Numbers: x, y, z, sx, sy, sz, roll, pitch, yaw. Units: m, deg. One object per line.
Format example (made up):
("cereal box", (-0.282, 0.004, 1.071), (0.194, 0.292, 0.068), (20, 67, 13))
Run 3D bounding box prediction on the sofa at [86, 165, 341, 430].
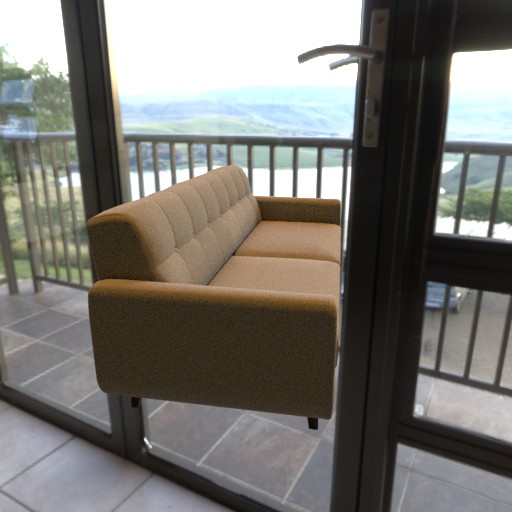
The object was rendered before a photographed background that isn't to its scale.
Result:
("sofa", (0.000, 0.000, 2.604), (0.980, 0.892, 2.137), (3, 17, 10))
